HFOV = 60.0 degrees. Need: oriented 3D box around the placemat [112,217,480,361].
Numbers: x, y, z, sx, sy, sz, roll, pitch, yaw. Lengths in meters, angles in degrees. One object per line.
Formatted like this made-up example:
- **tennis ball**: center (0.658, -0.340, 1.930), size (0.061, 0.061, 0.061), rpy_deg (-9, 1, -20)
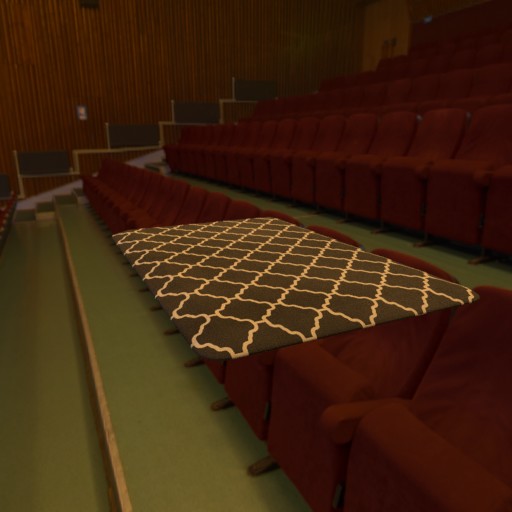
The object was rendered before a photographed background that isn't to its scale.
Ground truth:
- **placemat**: center (0.000, 0.000, 0.968), size (0.508, 0.021, 0.762), rpy_deg (-8, 18, -25)
